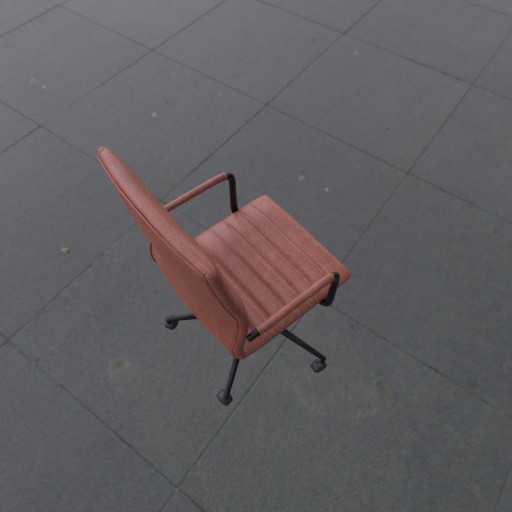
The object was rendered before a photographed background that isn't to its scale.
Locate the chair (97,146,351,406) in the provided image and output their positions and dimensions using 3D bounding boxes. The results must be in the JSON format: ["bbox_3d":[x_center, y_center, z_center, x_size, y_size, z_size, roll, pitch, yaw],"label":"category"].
[{"bbox_3d":[0.000,0.000,1.292,0.578,0.878,0.600,-34,63,-20],"label":"chair"}]
